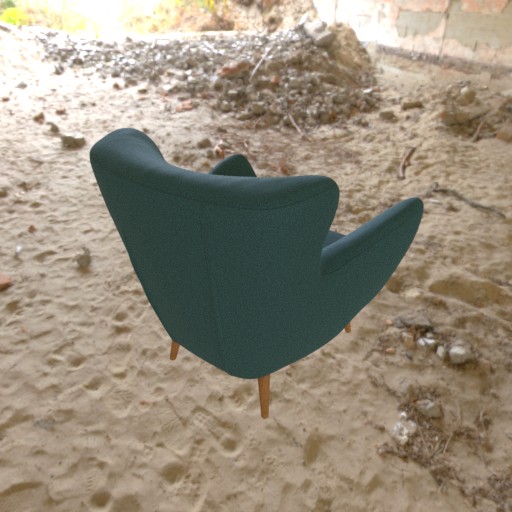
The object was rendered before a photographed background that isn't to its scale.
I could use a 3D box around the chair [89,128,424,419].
[{"bbox_3d":[0.000,0.000,1.591,0.890,0.889,0.889,22,37,32],"label":"chair"}]
